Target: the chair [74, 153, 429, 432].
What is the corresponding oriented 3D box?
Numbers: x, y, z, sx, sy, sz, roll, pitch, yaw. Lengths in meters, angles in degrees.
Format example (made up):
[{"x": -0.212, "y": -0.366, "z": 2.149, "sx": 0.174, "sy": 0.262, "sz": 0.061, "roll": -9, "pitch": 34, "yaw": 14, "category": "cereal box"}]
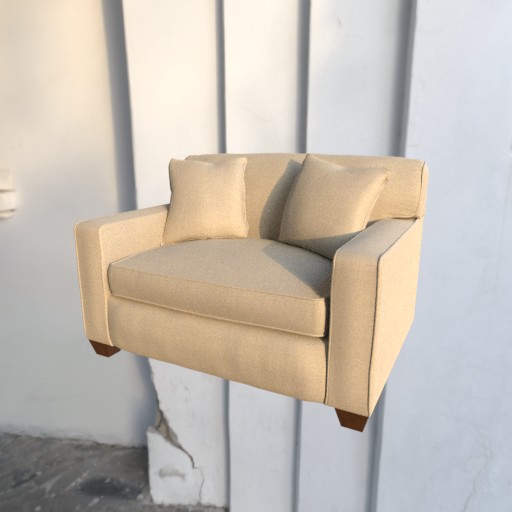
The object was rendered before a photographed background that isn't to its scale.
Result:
[{"x": 0.000, "y": 0.000, "z": 2.113, "sx": 1.383, "sy": 0.948, "sz": 1.000, "roll": 7, "pitch": 16, "yaw": 26, "category": "chair"}]
